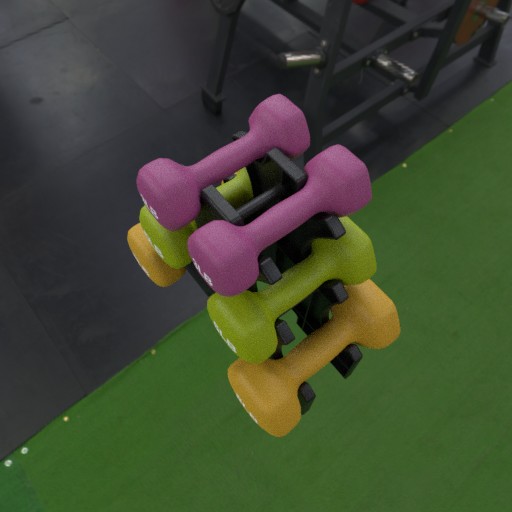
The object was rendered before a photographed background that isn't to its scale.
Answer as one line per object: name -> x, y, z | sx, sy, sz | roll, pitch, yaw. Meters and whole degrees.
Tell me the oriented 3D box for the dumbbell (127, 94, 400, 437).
dumbbell -> 0.000, 0.000, 0.465 | 0.190, 0.271, 0.300 | -34, 65, -18
